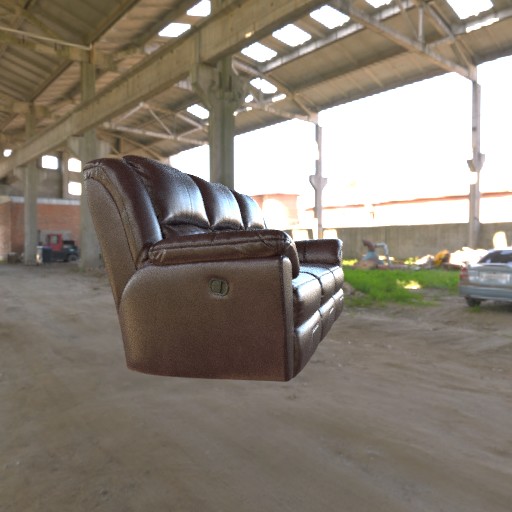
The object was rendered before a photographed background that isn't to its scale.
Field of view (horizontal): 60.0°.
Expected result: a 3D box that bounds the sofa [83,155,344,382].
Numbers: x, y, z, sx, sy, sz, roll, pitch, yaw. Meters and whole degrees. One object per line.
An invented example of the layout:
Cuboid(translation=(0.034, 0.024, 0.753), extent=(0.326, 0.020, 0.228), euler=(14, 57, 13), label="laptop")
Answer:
Cuboid(translation=(0.000, 0.000, 2.896), extent=(0.991, 1.043, 2.337), euler=(0, 1, 16), label="sofa")
